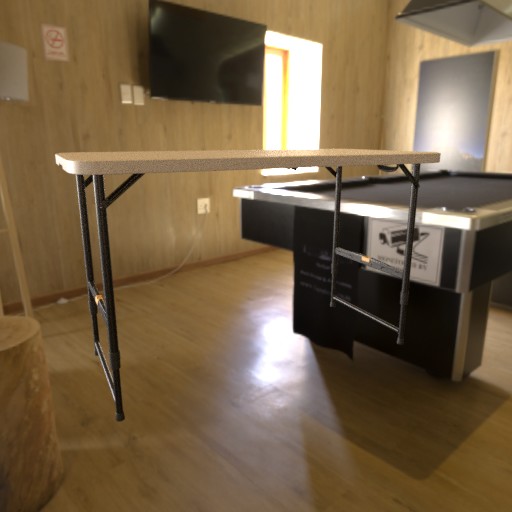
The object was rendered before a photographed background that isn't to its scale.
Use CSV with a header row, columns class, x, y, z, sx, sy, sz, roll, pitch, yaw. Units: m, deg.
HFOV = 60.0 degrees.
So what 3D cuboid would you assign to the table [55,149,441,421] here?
class,x,y,z,sx,sy,sz,roll,pitch,yaw
table,0.000,0.000,1.620,1.245,0.737,0.611,-7,17,-26
